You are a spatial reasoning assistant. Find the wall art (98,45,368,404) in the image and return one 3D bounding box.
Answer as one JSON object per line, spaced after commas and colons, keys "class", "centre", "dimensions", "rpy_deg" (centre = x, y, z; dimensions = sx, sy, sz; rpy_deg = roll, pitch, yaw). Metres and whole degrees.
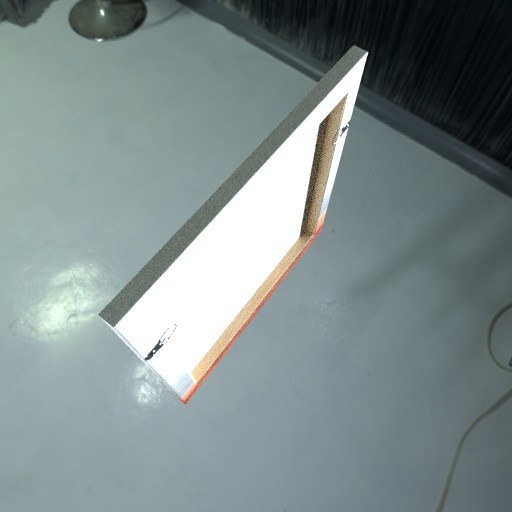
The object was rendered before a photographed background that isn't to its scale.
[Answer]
{"class": "wall art", "centre": [0.000, 0.000, 1.150], "dimensions": [0.042, 0.760, 0.760], "rpy_deg": [34, 68, 16]}
